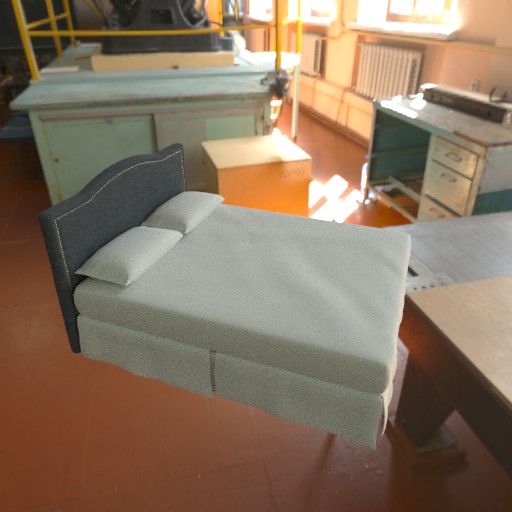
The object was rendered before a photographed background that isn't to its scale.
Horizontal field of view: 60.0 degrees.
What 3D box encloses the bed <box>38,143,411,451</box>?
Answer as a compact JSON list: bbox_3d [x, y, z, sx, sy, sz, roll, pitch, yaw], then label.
[{"bbox_3d":[0.000,0.000,3.973,2.689,1.457,2.161,11,32,18],"label":"bed"}]
